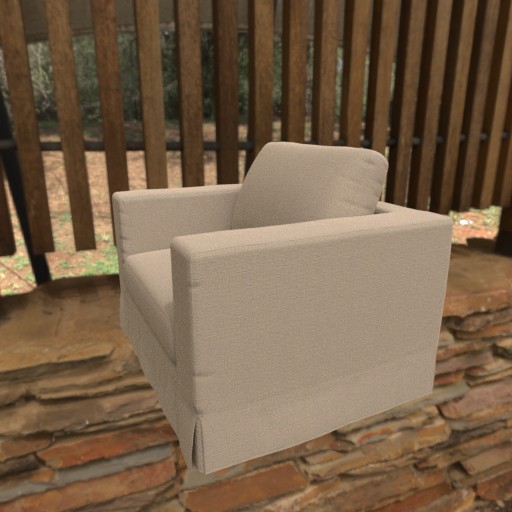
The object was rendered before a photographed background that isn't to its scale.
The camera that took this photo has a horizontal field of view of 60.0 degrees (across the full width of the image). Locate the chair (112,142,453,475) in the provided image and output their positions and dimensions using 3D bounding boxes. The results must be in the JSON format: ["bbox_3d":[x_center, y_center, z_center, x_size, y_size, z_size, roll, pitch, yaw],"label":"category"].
[{"bbox_3d":[0.000,0.000,1.803,0.957,0.878,1.150,-8,18,-25],"label":"chair"}]
